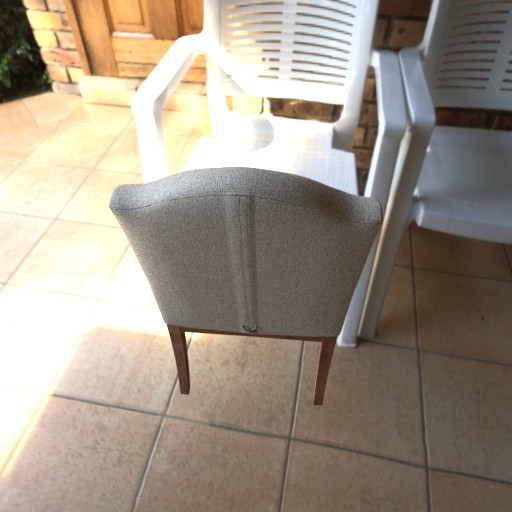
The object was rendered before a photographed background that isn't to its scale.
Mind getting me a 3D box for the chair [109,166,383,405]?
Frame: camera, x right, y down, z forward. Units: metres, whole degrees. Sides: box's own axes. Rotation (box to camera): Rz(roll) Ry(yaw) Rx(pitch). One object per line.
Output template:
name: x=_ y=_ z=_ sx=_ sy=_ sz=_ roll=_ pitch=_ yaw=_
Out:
chair: x=0.000 y=0.000 z=1.344 sx=0.534 sy=1.012 sz=0.648 roll=4 pitch=47 yaw=3
